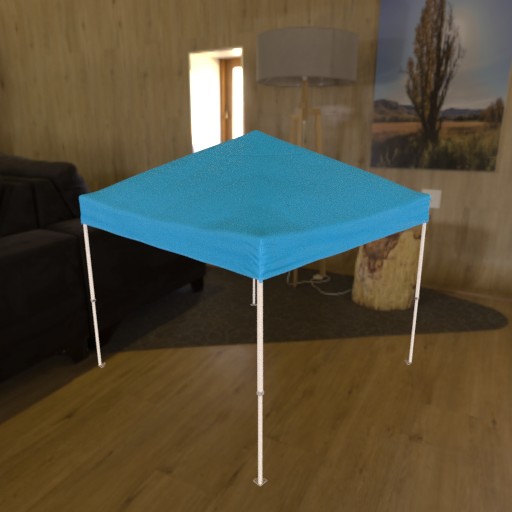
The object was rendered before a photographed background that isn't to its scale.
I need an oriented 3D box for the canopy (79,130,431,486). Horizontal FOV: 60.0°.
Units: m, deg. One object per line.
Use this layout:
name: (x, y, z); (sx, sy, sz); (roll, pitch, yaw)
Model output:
canopy: (0.000, 0.000, 5.487); (2.996, 2.997, 2.998); (15, 22, 42)
